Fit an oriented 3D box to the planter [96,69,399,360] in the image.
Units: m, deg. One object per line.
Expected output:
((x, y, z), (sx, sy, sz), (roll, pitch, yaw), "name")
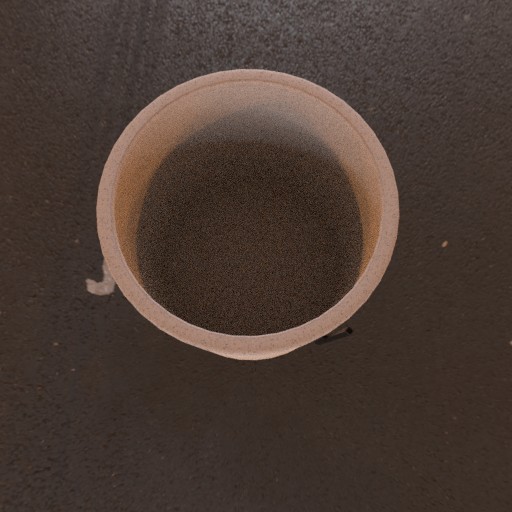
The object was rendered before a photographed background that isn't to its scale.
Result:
((0.000, 0.000, 0.653), (0.335, 0.423, 0.313), (43, 80, 10), "planter")
